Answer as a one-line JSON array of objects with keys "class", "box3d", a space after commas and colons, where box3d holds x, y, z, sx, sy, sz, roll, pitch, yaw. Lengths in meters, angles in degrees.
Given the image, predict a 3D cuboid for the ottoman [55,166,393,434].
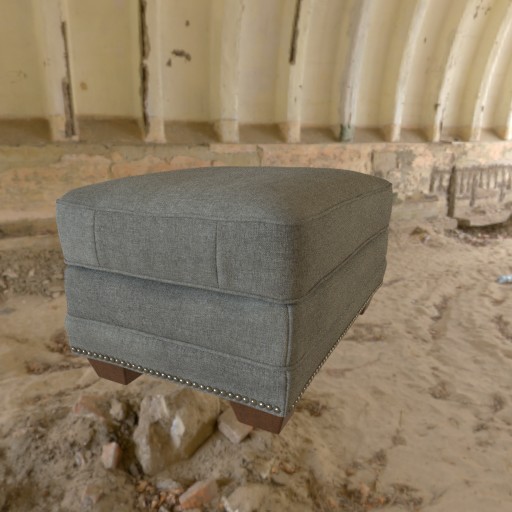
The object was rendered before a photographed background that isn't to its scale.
[{"class": "ottoman", "box3d": [0.000, 0.000, 1.158, 0.561, 0.457, 0.813, 8, 17, 26]}]
